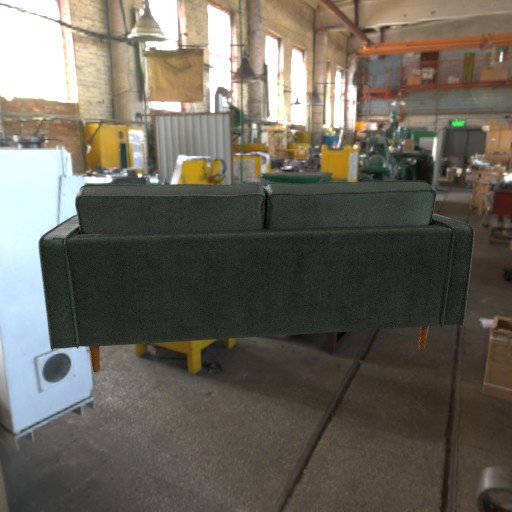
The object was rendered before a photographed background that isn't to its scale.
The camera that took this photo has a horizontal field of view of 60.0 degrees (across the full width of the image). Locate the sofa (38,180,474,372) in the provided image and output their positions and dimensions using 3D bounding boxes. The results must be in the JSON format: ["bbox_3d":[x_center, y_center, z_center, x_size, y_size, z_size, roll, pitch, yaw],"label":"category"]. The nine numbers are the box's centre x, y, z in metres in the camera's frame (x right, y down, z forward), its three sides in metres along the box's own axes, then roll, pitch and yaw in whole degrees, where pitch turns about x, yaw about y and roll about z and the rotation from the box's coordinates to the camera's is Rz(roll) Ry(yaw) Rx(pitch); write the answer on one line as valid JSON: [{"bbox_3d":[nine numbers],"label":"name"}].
[{"bbox_3d":[0.000,0.000,2.241,1.816,0.781,0.886,-2,15,-8],"label":"sofa"}]
